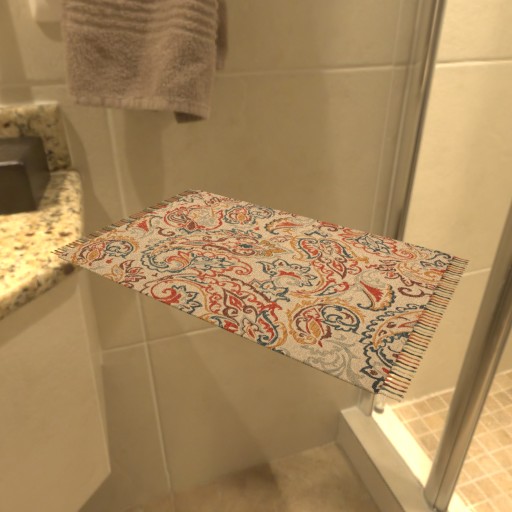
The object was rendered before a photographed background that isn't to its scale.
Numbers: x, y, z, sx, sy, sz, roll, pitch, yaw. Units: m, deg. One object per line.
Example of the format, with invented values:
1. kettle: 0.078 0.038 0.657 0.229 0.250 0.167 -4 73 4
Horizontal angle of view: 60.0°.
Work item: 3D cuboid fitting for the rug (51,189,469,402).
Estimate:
1. rug: 0.000 0.000 2.453 1.997 0.010 1.218 18 34 29
